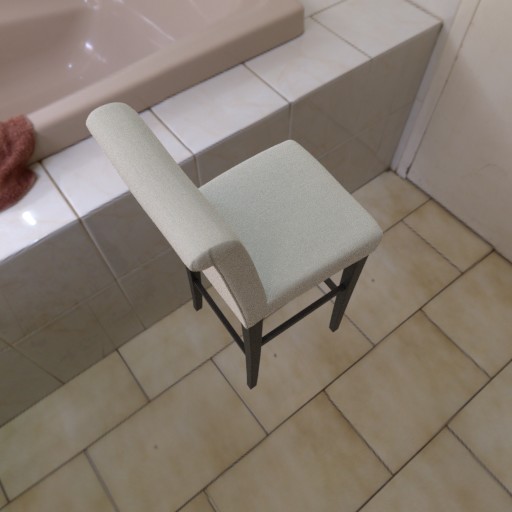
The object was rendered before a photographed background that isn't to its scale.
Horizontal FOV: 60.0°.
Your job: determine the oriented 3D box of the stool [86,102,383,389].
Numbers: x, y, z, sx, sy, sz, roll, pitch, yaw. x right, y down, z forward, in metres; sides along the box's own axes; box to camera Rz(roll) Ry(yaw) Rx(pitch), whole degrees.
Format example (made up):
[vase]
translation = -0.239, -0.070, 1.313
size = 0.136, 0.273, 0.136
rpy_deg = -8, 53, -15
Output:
[stool]
translation = 0.000, 0.000, 1.407
size = 0.597, 1.124, 0.452
rpy_deg = -31, 64, -17
